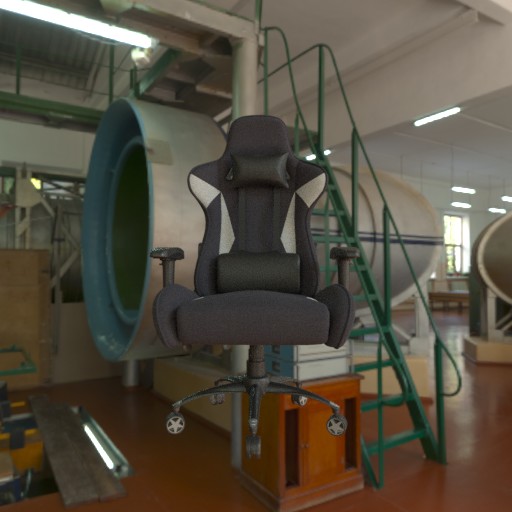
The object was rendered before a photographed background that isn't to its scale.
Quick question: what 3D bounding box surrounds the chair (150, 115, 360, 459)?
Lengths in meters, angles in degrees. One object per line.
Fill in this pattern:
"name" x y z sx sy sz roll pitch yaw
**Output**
"chair" 0.000 0.000 1.704 0.730 1.300 0.695 0 -2 2
